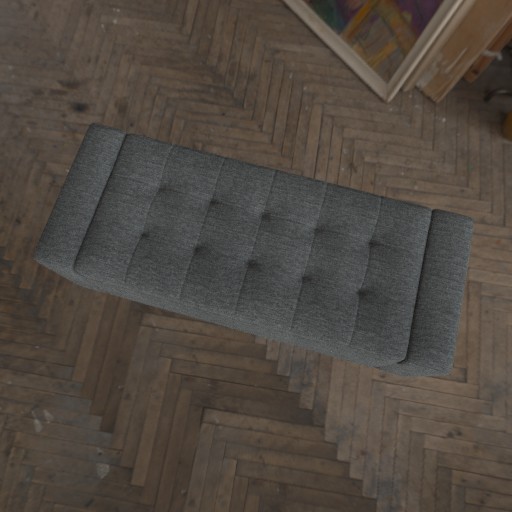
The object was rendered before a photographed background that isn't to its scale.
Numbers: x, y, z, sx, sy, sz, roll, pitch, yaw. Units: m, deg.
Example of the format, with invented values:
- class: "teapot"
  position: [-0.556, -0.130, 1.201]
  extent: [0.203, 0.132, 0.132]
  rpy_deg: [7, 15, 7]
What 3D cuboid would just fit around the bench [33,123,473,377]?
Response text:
- class: "bench"
  position: [0.000, 0.000, 1.570]
  extent: [1.296, 0.445, 0.508]
  rpy_deg: [15, 74, 4]
